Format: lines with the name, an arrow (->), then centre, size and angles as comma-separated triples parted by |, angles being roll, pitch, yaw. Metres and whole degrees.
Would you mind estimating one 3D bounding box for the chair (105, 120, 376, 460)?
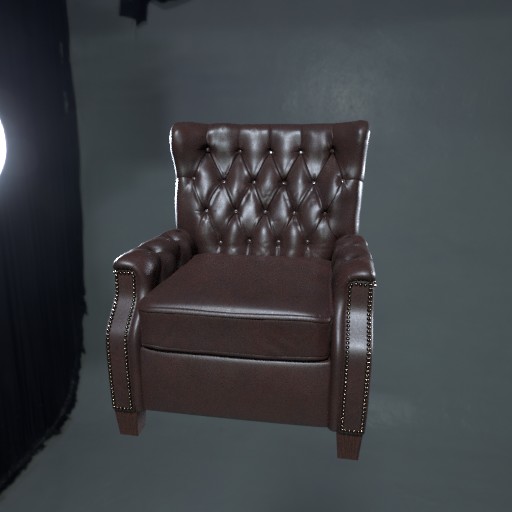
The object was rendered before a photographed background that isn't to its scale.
chair -> 0.000, 0.000, 1.436 | 0.709, 0.864, 0.823 | 2, 15, 9
